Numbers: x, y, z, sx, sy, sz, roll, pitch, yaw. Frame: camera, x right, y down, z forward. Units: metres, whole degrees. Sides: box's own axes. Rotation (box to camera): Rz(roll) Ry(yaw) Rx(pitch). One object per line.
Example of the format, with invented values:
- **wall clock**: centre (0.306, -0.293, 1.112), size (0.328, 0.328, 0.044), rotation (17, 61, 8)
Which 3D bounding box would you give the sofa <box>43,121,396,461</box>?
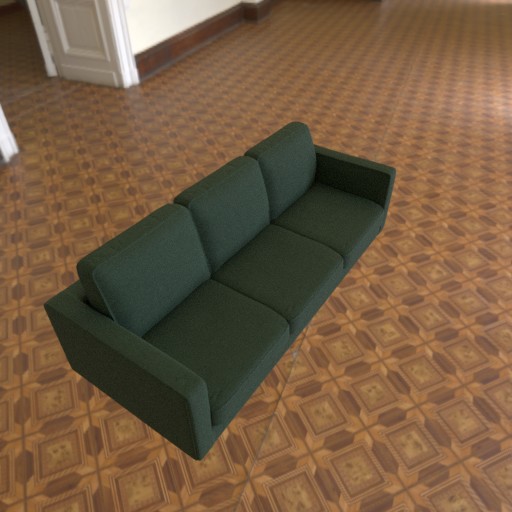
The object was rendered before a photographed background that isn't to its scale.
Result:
- **sofa**: centre (0.000, 0.000, 2.529), size (0.879, 0.899, 2.029), rotation (24, 46, 26)
